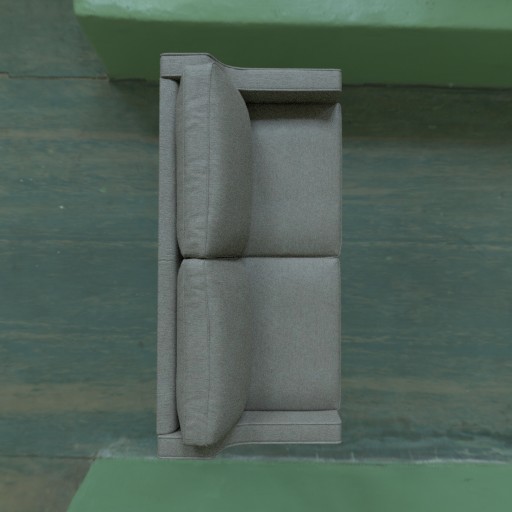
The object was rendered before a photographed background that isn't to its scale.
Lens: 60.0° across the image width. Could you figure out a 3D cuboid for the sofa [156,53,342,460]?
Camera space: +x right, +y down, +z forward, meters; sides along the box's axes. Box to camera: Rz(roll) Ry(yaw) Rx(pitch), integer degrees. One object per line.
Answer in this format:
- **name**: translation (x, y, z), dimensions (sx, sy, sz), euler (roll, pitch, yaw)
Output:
- **sofa**: translation (0.000, 0.000, 2.733), dimensions (1.073, 1.074, 2.181), euler (0, 90, 0)
